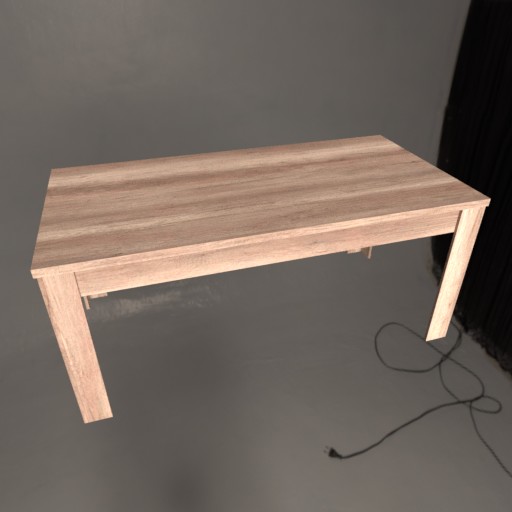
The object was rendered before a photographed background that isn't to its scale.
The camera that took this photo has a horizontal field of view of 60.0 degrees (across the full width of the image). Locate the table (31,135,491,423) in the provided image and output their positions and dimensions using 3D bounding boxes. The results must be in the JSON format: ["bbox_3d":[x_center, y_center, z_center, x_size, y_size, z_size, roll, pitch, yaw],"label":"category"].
[{"bbox_3d":[0.000,0.000,2.227,1.800,0.790,0.900,-10,34,-14],"label":"table"}]
